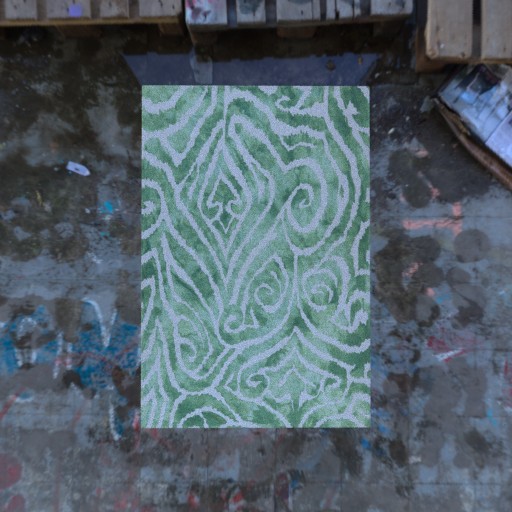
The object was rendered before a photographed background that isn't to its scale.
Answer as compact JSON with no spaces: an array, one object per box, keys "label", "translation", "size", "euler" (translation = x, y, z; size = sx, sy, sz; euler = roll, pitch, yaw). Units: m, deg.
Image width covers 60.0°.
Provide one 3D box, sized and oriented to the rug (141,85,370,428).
[{"label":"rug","translation":[0.000,0.000,2.370],"size":[1.220,0.006,1.826],"euler":[0,89,-1]}]
